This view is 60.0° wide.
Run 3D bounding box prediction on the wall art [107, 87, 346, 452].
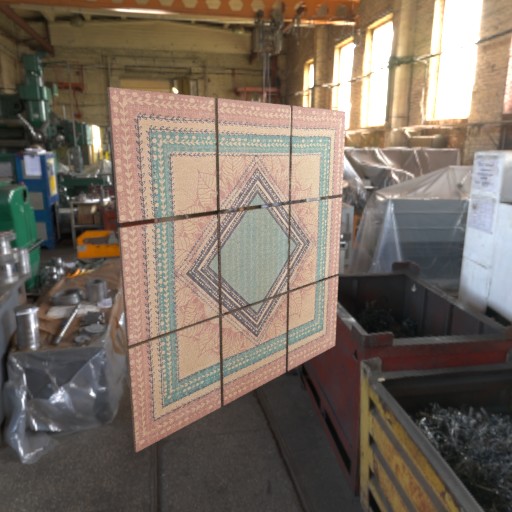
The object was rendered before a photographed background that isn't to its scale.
[{"bbox_3d":[0.000,0.000,2.315,0.014,1.525,1.527,13,19,43],"label":"wall art"}]
